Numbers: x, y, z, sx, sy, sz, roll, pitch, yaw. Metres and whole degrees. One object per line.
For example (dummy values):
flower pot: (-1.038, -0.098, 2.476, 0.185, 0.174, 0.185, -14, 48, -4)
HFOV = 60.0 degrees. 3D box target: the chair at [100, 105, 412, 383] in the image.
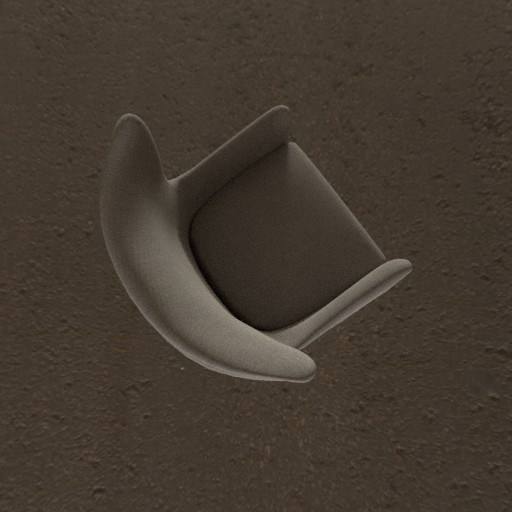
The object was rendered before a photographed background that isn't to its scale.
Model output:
chair: (0.000, 0.000, 1.431, 0.677, 0.948, 0.732, -34, 79, -7)
